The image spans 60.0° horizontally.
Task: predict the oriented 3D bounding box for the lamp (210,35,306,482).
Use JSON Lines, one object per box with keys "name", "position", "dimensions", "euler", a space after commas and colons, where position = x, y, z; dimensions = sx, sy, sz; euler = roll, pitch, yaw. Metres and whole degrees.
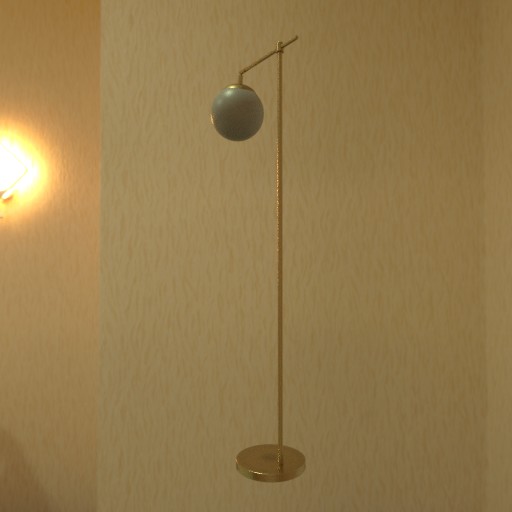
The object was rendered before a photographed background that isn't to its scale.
{"name": "lamp", "position": [0.000, 0.000, 1.677], "dimensions": [0.249, 1.505, 0.476], "euler": [1, -2, -36]}
